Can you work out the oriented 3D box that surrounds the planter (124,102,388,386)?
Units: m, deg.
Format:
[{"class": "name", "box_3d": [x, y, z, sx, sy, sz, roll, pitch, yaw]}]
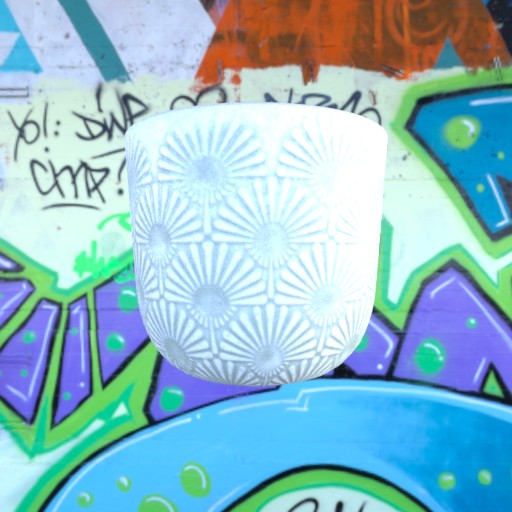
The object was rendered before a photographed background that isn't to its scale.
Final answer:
[{"class": "planter", "box_3d": [0.000, 0.000, 0.299, 0.170, 0.152, 0.170, 0, 1, 0]}]
